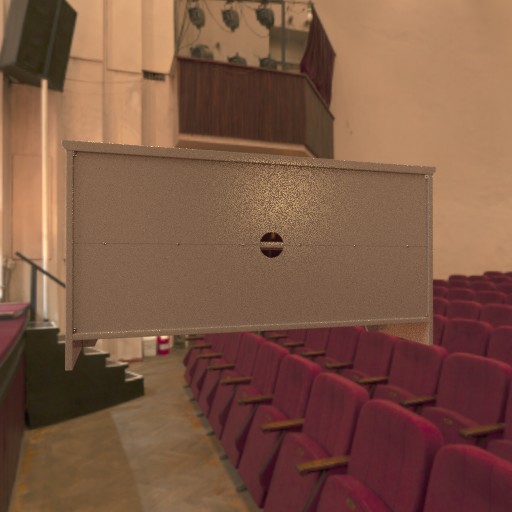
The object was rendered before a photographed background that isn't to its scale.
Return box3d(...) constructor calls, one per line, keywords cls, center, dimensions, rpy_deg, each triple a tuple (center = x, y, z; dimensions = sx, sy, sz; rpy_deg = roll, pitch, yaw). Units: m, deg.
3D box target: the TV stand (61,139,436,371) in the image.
box3d(cls="TV stand", center=(0.000, 0.000, 1.490), dimensions=(1.167, 0.603, 0.344), rpy_deg=(0, 0, -17))
